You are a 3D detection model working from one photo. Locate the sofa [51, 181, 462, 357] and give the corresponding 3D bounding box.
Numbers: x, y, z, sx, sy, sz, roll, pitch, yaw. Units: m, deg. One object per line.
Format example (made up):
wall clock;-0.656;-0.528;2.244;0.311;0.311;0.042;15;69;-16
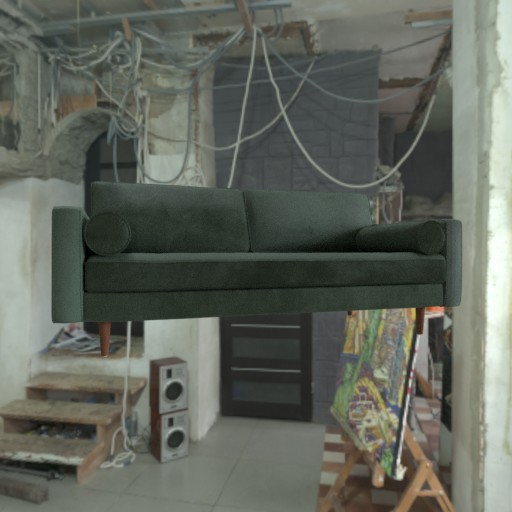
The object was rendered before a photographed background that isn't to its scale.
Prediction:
sofa;0.000;0.000;2.311;1.880;0.772;0.916;0;1;-18
